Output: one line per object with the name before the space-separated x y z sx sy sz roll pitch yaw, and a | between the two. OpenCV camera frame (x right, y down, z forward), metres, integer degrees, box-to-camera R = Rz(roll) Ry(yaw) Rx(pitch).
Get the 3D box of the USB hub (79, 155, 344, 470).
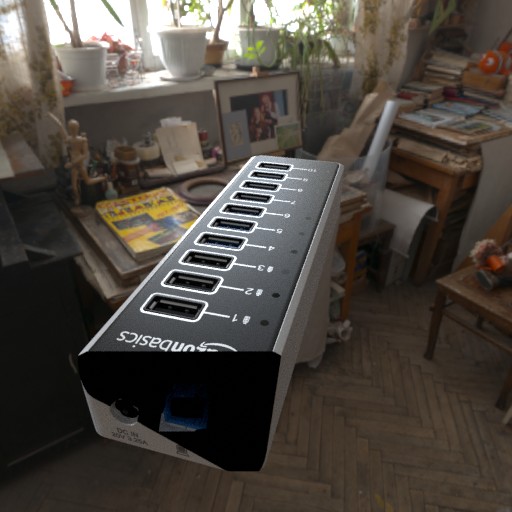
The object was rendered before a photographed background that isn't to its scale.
USB hub | 0.000 0.000 0.156 0.044 0.023 0.145 9 33 14
